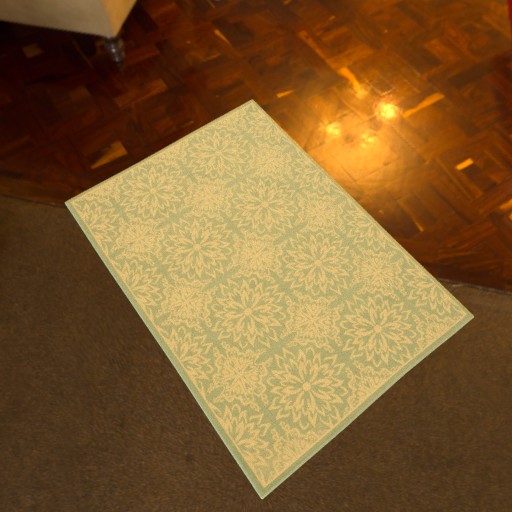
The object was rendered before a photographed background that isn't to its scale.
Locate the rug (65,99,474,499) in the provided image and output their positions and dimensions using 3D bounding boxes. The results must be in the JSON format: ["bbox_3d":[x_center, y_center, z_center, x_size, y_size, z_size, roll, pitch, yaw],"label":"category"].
[{"bbox_3d":[0.000,0.000,2.817,1.589,0.014,2.205,-34,68,-16],"label":"rug"}]
